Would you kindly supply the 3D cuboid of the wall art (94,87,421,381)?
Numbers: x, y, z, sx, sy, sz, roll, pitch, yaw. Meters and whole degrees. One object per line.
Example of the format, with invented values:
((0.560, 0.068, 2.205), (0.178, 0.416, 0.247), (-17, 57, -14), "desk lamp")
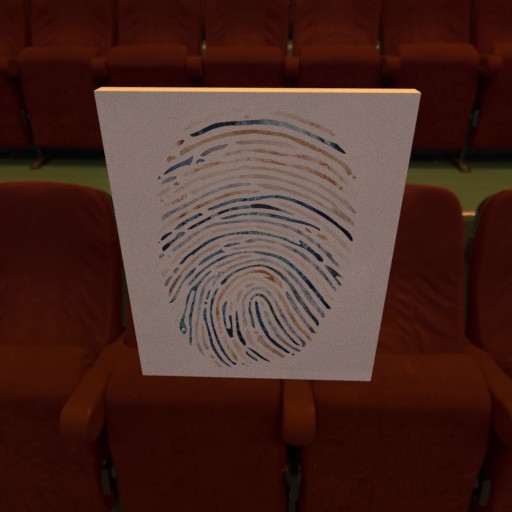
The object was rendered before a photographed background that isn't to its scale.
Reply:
((0.000, 0.000, 0.852), (0.508, 0.606, 0.037), (1, 30, 2), "wall art")
